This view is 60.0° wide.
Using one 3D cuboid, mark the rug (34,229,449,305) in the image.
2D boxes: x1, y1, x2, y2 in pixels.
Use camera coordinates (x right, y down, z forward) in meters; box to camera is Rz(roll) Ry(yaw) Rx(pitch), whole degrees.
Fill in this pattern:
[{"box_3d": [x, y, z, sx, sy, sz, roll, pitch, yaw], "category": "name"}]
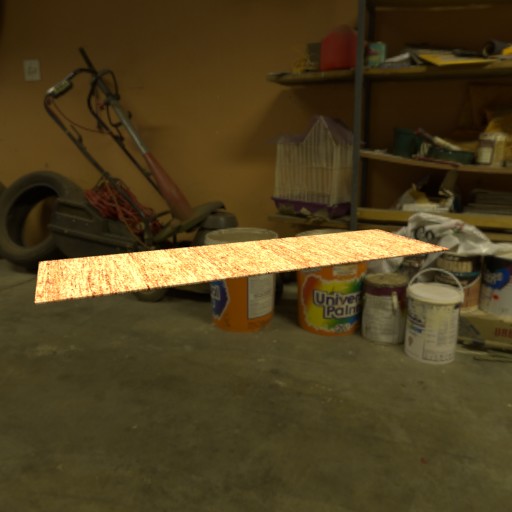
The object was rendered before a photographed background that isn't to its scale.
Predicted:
[{"box_3d": [0.000, 0.000, 2.507, 2.237, 0.014, 0.680, -6, 16, -23], "category": "rug"}]
